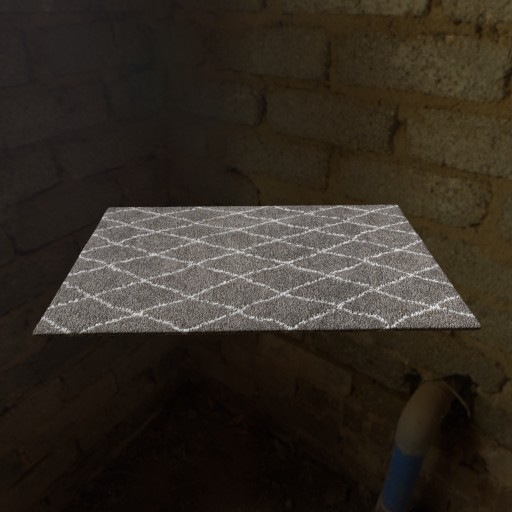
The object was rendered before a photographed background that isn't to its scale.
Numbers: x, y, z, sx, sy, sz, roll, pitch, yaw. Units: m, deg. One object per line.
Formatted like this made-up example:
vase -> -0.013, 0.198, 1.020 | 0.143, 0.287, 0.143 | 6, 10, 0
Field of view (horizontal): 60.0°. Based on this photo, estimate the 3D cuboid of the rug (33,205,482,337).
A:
rug -> 0.000, 0.000, 3.449 | 2.743, 0.030, 1.778 | -1, 32, -1
